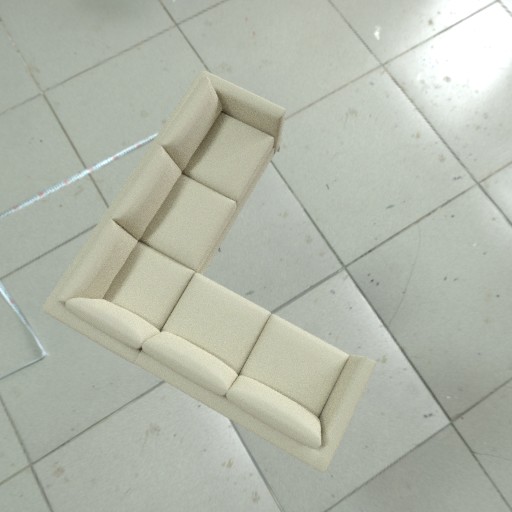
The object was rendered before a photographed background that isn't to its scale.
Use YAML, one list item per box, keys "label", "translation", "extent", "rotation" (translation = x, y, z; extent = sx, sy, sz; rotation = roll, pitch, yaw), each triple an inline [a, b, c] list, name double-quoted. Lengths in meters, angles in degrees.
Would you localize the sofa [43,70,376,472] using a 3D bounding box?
- label: "sofa"
  translation: [0.000, 0.000, 3.748]
  extent: [2.430, 0.867, 2.448]
  rotation: [28, 77, 7]
